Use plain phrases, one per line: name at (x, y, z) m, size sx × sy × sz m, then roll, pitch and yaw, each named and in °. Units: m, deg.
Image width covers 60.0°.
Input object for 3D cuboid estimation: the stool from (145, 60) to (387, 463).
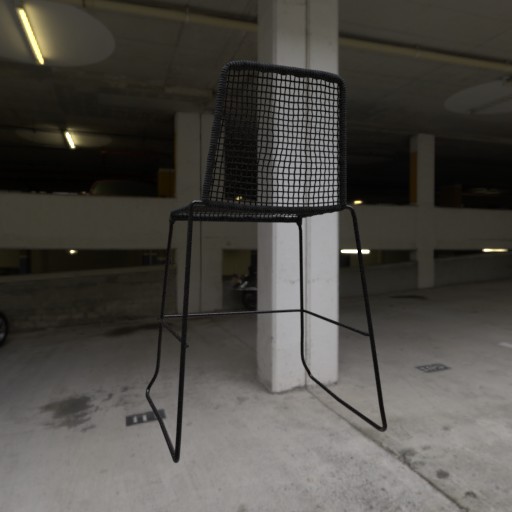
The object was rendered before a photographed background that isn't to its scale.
stool at (0.000, 0.000, 1.272) m, size 0.590 × 0.905 × 0.509 m, roll 0°, pitch 1°, yaw -18°
